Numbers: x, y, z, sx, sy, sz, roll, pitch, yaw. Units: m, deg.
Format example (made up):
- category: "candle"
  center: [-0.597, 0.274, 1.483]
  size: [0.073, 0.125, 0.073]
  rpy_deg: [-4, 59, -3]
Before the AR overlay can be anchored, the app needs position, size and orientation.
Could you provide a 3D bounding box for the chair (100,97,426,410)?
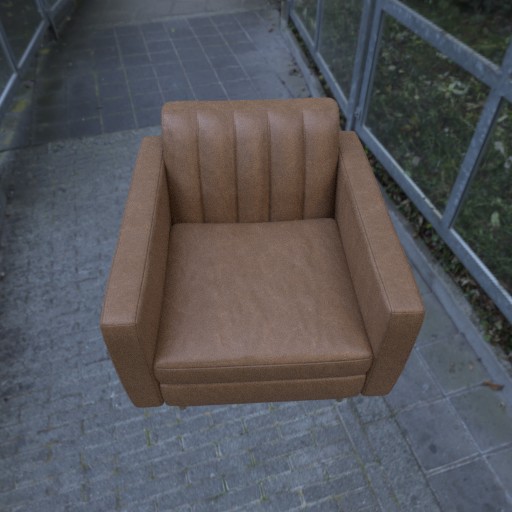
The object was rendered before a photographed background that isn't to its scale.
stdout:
- category: "chair"
  center: [0.000, 0.000, 1.712]
  size: [0.953, 0.819, 0.998]
  rpy_deg: [-2, 46, -2]
